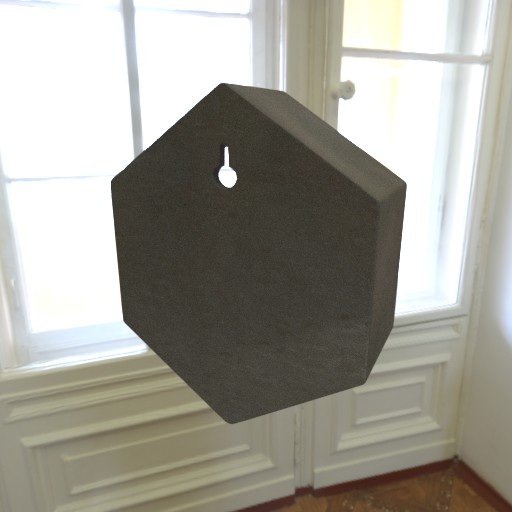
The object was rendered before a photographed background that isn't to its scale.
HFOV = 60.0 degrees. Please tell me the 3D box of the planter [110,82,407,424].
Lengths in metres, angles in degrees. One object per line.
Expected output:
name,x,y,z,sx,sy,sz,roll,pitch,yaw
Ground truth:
planter,0.000,0.000,0.289,0.169,0.206,0.077,8,19,26
